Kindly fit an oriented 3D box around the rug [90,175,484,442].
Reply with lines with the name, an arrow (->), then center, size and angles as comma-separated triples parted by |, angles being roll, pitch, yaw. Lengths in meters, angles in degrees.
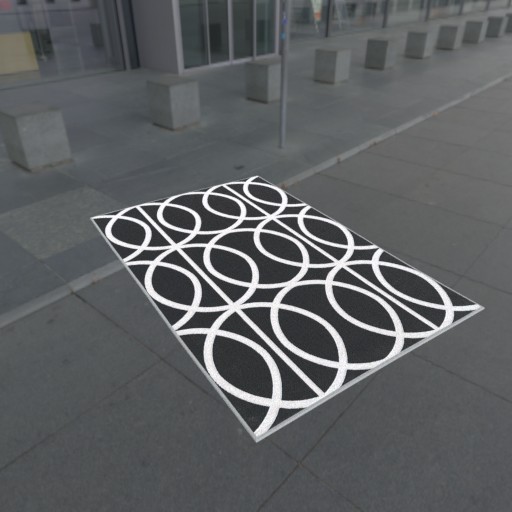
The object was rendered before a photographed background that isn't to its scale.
rug -> 0.000, 0.000, 2.901 | 1.526, 0.014, 2.290 | -19, 37, -28
